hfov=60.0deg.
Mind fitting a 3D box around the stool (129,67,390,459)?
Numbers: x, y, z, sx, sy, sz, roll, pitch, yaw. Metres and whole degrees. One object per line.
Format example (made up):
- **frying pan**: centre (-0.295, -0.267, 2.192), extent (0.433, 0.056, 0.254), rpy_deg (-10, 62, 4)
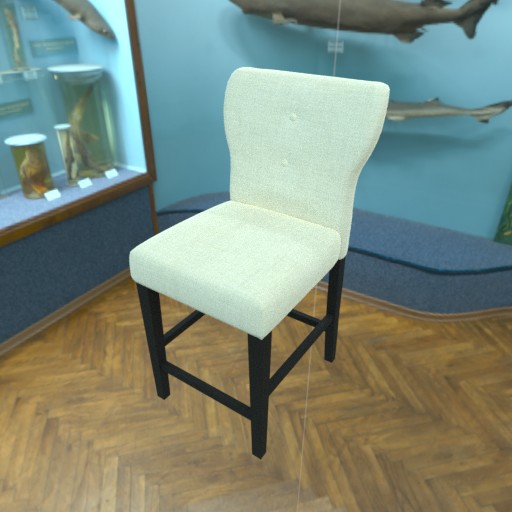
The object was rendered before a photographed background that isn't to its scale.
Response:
- **stool**: centre (0.000, 0.000, 1.343), extent (0.514, 0.972, 0.603), rpy_deg (19, 36, 29)
